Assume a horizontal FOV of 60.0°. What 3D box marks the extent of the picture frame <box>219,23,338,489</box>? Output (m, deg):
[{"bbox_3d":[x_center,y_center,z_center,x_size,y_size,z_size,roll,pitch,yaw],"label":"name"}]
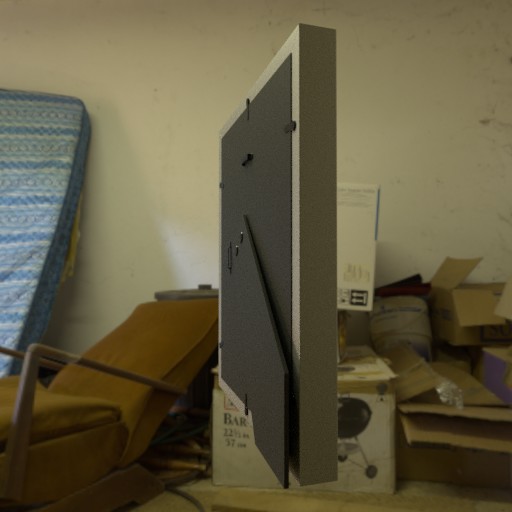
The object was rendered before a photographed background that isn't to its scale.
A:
[{"bbox_3d":[0.000,0.000,0.383,0.036,0.282,0.233,0,-1,-17],"label":"picture frame"}]
